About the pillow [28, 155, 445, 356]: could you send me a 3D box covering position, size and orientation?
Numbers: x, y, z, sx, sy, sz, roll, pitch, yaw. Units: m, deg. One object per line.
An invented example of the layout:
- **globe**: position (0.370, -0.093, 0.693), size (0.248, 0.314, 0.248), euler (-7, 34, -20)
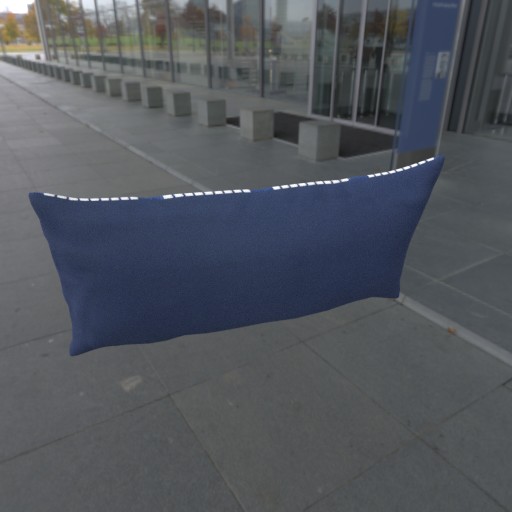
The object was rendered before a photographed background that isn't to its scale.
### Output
- **pillow**: position (0.000, 0.000, 0.708), size (0.608, 0.292, 0.156), euler (-8, 27, -16)
